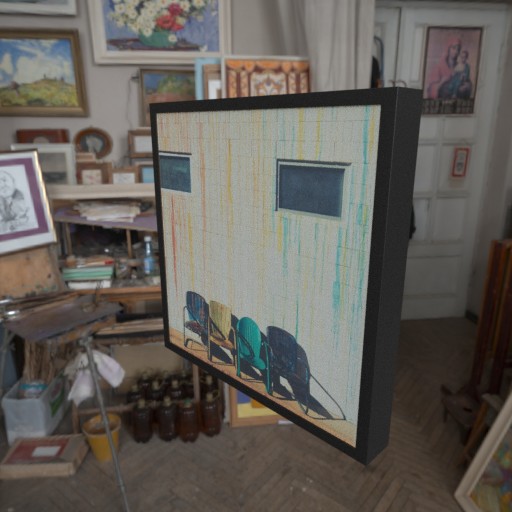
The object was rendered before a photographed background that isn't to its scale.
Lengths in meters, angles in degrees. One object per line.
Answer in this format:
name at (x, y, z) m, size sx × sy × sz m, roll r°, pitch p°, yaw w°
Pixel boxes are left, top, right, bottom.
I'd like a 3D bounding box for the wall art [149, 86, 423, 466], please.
wall art at (0.000, 0.000, 0.451) m, size 0.038 × 0.304 × 0.304 m, roll -16°, pitch 22°, yaw -43°
